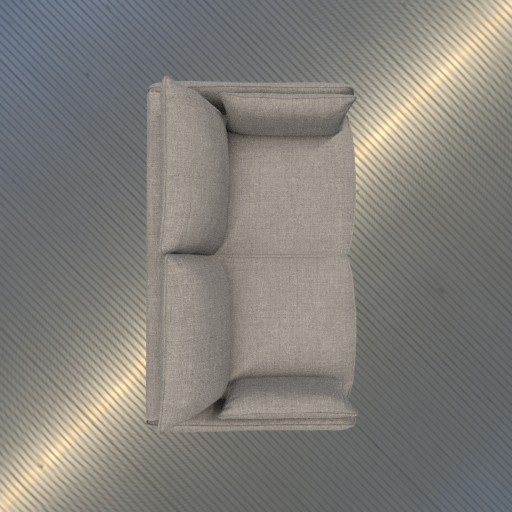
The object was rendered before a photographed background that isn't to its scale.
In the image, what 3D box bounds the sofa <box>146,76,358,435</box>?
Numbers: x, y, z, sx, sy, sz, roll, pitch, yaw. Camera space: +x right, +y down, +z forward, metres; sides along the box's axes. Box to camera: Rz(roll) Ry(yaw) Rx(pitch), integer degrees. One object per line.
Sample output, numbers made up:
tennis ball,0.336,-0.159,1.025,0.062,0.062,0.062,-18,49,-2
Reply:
sofa,0.000,0.000,2.114,0.972,0.851,1.580,0,89,0
